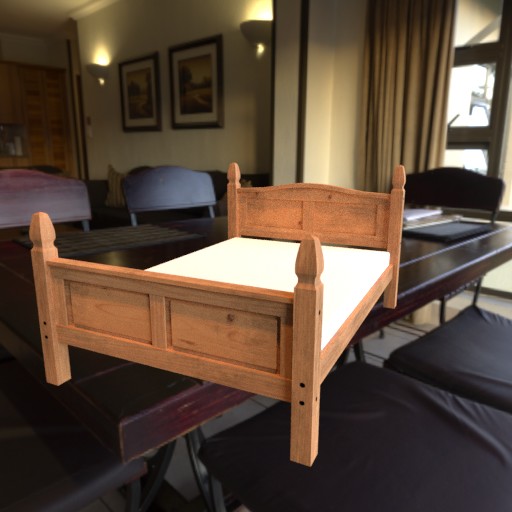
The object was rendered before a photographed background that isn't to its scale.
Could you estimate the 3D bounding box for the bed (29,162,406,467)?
[{"bbox_3d":[0.000,0.000,2.829,1.490,1.100,2.069,6,15,25],"label":"bed"}]
